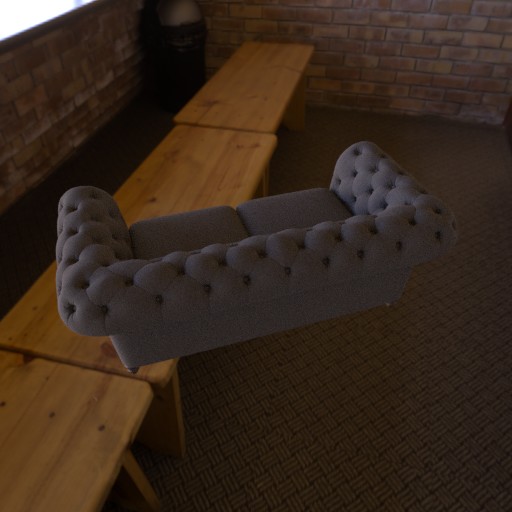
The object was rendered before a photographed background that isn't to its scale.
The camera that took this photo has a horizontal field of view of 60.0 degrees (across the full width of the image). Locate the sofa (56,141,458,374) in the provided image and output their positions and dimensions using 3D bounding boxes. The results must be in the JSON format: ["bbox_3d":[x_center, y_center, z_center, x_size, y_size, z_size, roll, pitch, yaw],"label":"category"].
[{"bbox_3d":[0.000,0.000,2.500,1.998,0.764,0.986,-12,43,-13],"label":"sofa"}]
